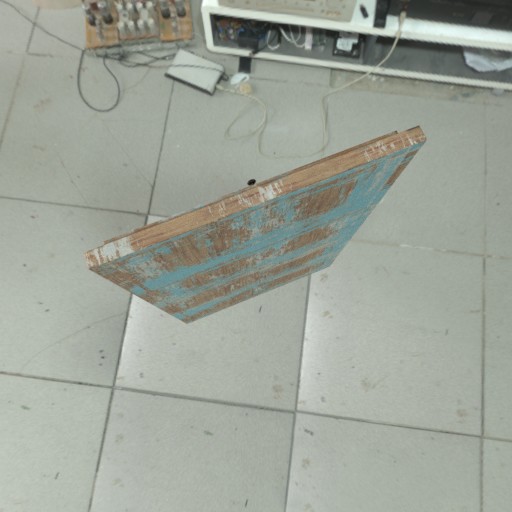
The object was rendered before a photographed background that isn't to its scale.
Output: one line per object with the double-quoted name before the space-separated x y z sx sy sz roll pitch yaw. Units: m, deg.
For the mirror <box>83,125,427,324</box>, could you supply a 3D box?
"mirror" 0.000 0.000 1.458 0.707 1.213 0.083 -22 77 -5
